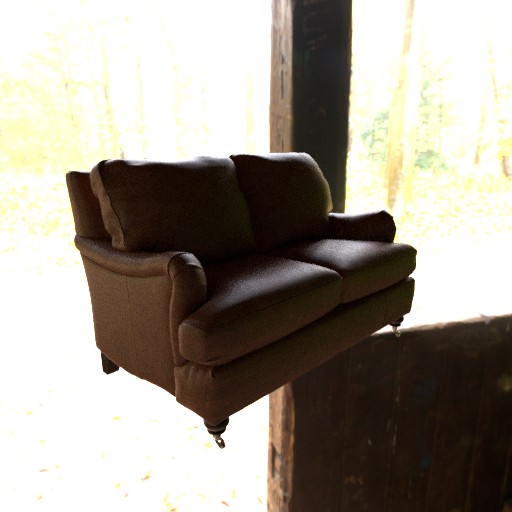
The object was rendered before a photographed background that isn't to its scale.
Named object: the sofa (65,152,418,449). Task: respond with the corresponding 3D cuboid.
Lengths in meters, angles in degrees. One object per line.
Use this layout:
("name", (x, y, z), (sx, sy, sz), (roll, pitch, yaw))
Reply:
("sofa", (0.000, 0.000, 2.236), (1.077, 1.004, 1.527), (14, 20, 43))
